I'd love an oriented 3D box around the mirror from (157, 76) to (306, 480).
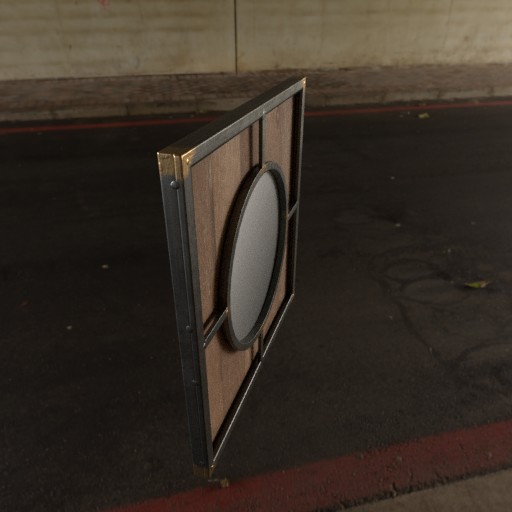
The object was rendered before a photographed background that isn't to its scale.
[{"bbox_3d":[0.000,0.000,0.570,0.020,0.381,0.382,10,32,16],"label":"mirror"}]
